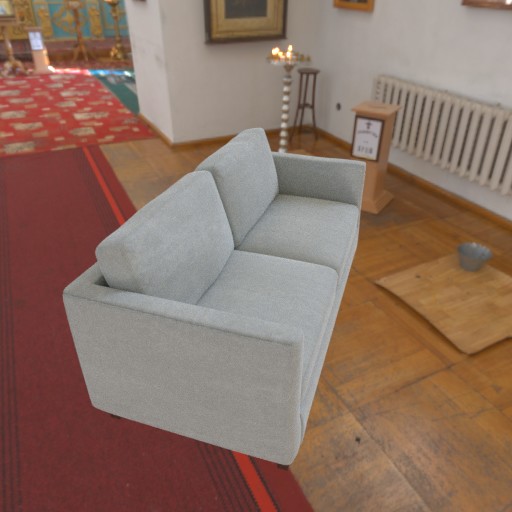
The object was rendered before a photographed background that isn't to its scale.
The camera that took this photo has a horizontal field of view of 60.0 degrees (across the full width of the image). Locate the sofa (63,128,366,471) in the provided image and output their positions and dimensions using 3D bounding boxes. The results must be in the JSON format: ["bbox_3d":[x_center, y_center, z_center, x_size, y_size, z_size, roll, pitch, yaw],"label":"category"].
[{"bbox_3d":[0.000,0.000,2.415,0.950,0.963,1.884,10,32,16],"label":"sofa"}]
